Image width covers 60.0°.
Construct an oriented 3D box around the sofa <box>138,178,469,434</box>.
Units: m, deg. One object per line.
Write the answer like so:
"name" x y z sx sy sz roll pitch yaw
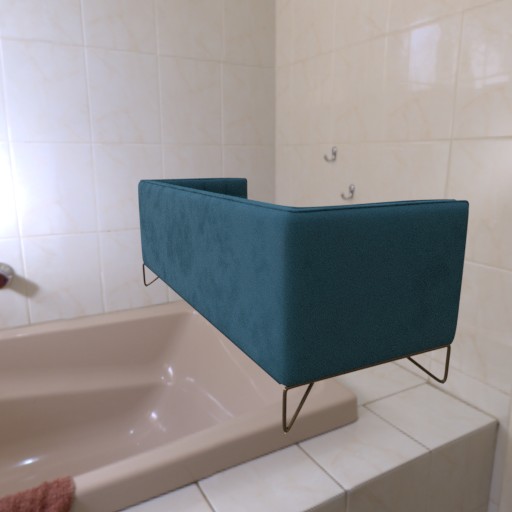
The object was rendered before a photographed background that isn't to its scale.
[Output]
"sofa" 0.000 0.000 2.525 0.867 0.789 2.087 -6 14 -27
